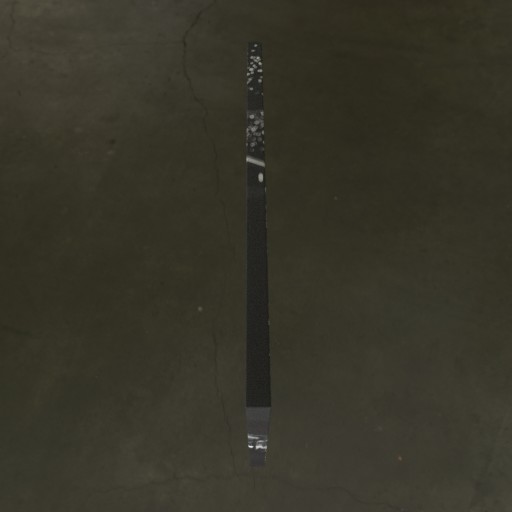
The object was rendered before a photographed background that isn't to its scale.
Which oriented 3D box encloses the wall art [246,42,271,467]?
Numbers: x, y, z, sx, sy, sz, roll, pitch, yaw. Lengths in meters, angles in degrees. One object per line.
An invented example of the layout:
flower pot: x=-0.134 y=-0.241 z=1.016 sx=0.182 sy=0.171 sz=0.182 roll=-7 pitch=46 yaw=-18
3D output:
wall art: x=0.000 y=0.000 z=1.144 sx=0.038 sy=0.609 sz=0.914 roll=0 pitch=57 yaw=0
